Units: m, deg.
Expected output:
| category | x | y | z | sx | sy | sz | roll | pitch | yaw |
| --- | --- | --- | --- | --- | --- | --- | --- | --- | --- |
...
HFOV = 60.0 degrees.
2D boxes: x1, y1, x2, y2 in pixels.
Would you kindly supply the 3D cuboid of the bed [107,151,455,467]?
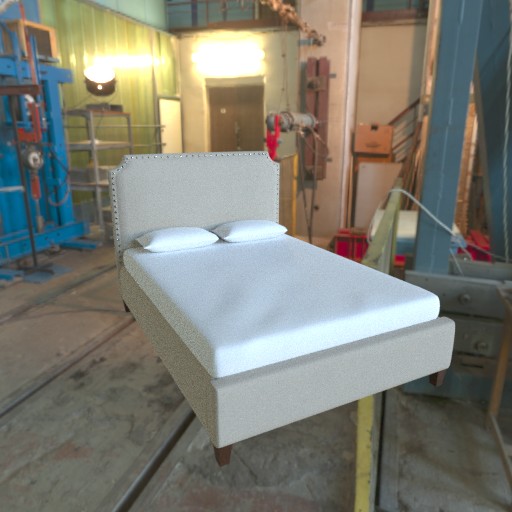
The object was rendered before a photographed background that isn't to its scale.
| category | x | y | z | sx | sy | sz | roll | pitch | yaw |
| --- | --- | --- | --- | --- | --- | --- | --- | --- | --- |
| bed | 0.000 | 0.000 | 3.411 | 1.713 | 1.443 | 2.372 | -8 | 18 | -26 |
